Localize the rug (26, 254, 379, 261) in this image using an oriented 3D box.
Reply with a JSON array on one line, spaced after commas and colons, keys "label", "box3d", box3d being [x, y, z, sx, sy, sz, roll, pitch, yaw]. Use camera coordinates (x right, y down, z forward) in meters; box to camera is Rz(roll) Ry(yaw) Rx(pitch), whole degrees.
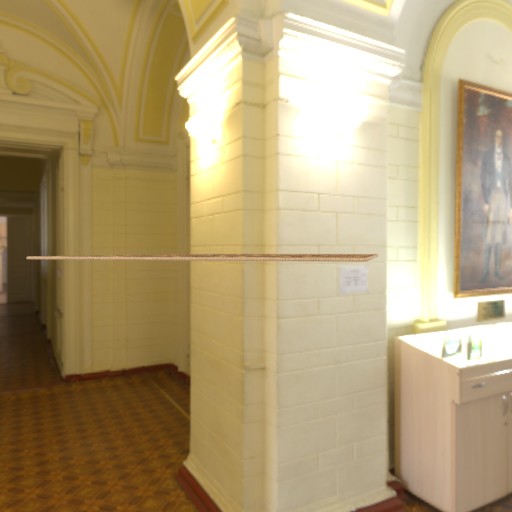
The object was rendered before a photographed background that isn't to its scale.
[{"label": "rug", "box3d": [0.000, 0.000, 2.898, 1.528, 0.014, 2.294, 0, 1, 17]}]
